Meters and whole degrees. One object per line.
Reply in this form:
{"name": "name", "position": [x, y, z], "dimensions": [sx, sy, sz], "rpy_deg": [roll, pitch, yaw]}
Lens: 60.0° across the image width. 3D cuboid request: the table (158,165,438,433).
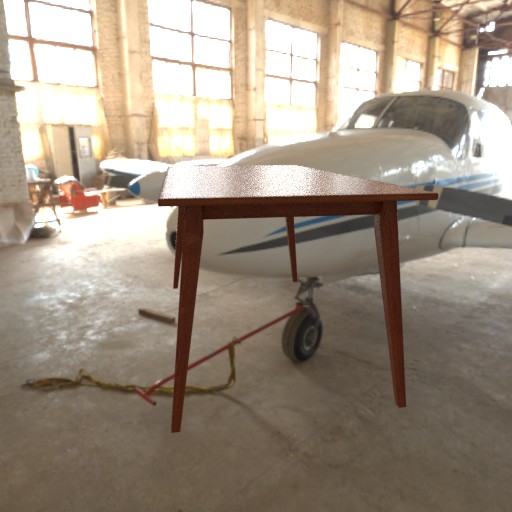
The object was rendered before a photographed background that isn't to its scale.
{"name": "table", "position": [0.000, 0.000, 2.095], "dimensions": [0.811, 0.755, 1.609], "rpy_deg": [-3, 15, -10]}
